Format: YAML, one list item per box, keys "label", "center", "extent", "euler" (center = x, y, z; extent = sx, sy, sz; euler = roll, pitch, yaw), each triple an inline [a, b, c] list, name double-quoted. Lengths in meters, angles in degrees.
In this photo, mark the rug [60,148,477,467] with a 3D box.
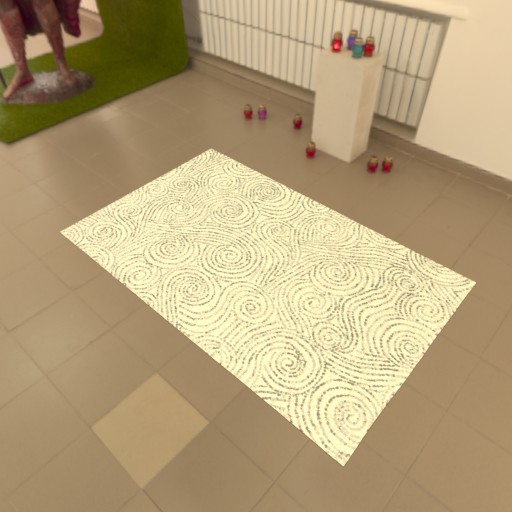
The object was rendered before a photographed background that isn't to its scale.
- label: "rug"
  center: [0.000, 0.000, 3.017]
  extent: [2.439, 0.005, 1.524]
  euler: [32, 53, 28]
